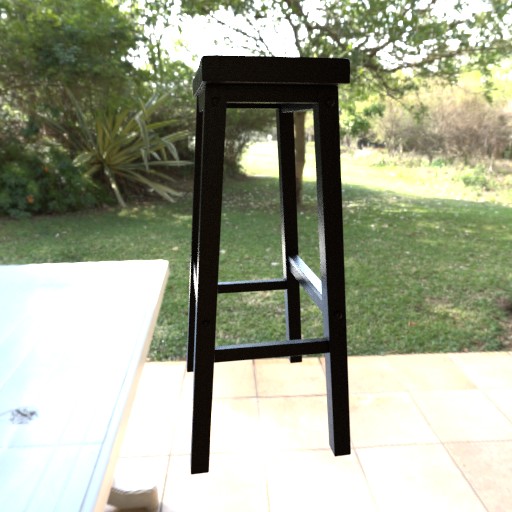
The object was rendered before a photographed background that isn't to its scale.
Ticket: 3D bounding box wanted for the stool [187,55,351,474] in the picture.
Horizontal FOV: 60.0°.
[{"bbox_3d":[0.000,0.000,0.960,0.322,0.742,0.406,-3,17,-9],"label":"stool"}]
